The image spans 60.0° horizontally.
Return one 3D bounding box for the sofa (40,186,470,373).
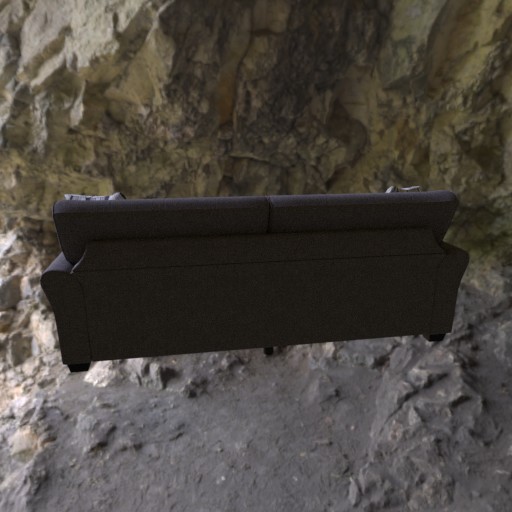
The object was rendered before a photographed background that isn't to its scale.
[{"bbox_3d":[0.000,0.000,2.492,2.032,0.813,0.889,-3,16,-9],"label":"sofa"}]
